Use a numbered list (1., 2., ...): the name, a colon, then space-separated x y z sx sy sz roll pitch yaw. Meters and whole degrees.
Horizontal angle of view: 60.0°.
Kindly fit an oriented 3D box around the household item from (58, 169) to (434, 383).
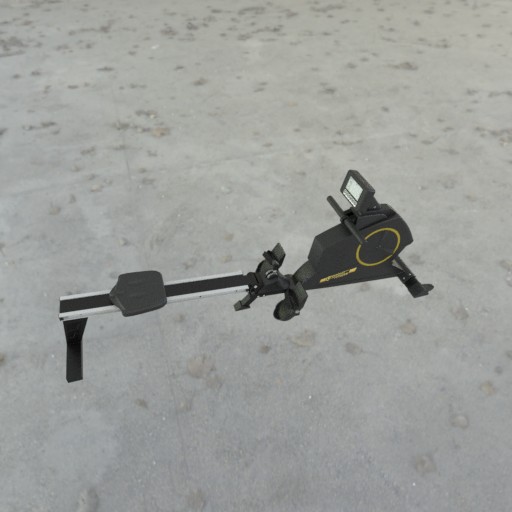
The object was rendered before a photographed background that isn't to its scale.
1. household item: 0.000 0.000 2.534 2.251 0.810 0.521 -11 43 -13
